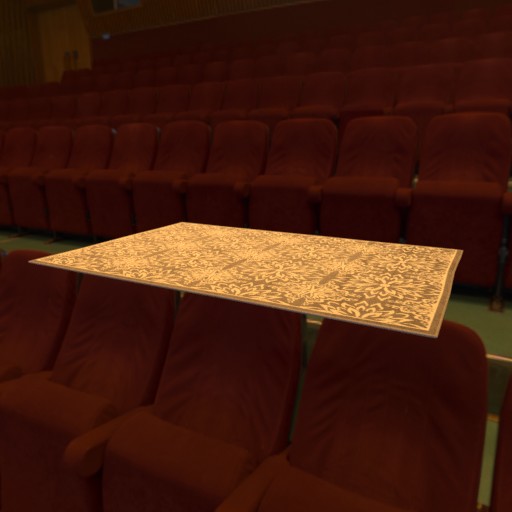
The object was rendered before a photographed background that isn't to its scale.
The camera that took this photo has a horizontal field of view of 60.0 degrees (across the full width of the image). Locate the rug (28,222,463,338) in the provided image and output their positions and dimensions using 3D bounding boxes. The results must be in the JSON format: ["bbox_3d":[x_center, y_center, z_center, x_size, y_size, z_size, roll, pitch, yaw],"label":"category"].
[{"bbox_3d":[0.000,0.000,2.246,1.847,0.012,1.224,7,16,27],"label":"rug"}]
